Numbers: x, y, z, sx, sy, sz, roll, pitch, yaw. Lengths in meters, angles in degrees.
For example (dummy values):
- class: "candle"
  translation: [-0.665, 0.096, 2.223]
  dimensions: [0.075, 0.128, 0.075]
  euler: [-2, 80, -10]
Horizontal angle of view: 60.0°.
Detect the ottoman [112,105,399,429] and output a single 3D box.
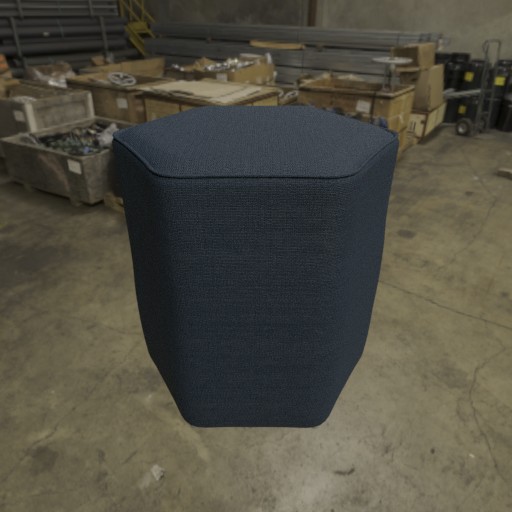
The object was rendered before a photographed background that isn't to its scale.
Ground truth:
- class: "ottoman"
  translation: [0.000, 0.000, 0.874]
  dimensions: [0.454, 0.505, 0.492]
  euler: [19, 35, 29]
